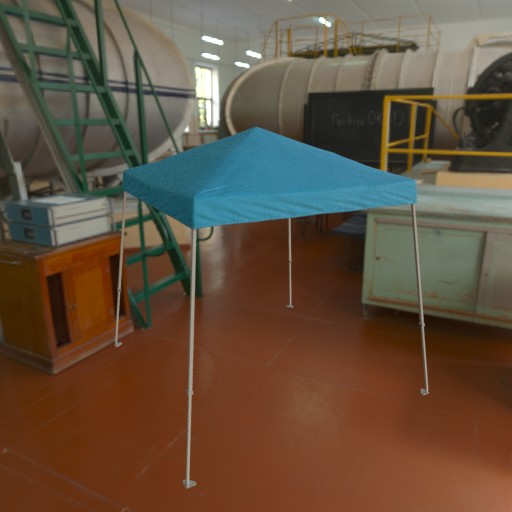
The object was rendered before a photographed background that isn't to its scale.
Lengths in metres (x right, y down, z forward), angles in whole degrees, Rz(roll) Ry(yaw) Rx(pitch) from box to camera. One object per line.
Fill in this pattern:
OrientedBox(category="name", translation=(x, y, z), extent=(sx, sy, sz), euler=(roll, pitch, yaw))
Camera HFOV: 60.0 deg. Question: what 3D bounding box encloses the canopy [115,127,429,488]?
OrientedBox(category="canopy", translation=(0.000, 0.000, 5.093), extent=(2.849, 2.849, 2.848), euler=(-9, 19, -27))
